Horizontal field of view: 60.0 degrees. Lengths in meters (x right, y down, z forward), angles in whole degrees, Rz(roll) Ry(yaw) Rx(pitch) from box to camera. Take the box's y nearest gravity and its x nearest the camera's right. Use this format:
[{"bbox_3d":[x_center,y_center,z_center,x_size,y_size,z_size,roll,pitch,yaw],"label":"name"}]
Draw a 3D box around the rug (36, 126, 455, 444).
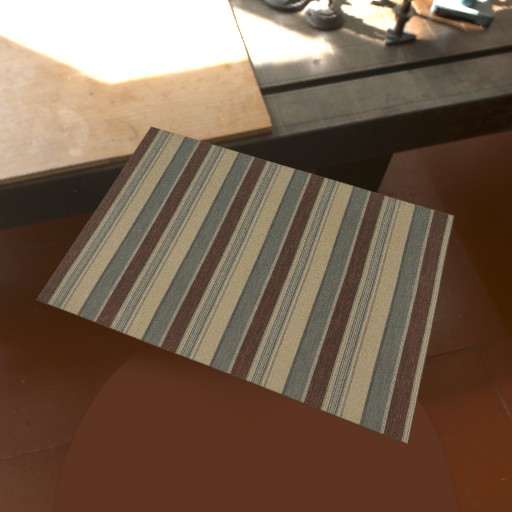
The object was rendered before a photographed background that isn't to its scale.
[{"bbox_3d":[0.000,0.000,2.275,1.829,0.008,1.219,19,63,10],"label":"rug"}]
